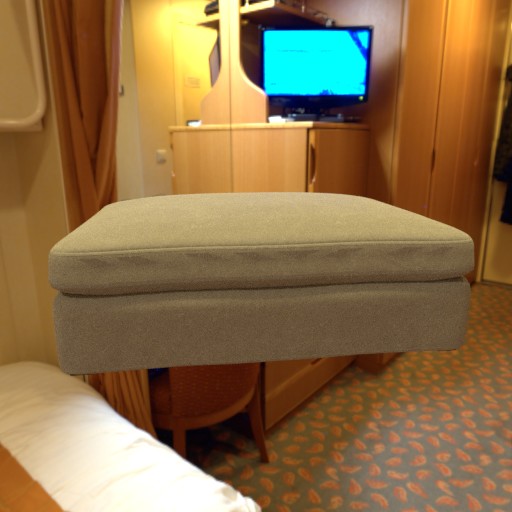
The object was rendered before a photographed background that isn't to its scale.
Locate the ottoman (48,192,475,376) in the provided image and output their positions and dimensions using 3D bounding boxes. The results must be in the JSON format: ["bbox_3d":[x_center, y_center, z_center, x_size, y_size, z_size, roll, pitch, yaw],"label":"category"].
[{"bbox_3d":[0.000,0.000,1.590,1.199,0.429,0.840,-2,15,-8],"label":"ottoman"}]
